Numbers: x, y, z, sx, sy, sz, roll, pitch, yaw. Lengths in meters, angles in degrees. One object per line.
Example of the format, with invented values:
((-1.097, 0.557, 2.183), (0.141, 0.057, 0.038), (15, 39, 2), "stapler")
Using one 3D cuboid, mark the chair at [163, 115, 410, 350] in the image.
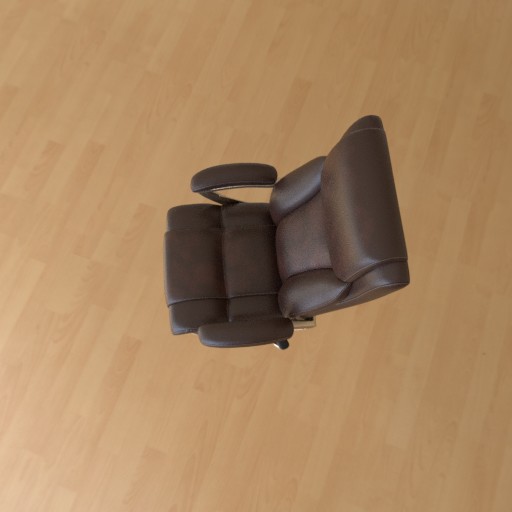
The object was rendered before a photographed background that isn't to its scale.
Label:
((0.000, 0.000, 1.704), (0.749, 1.194, 0.692), (-5, 75, -1), "chair")
